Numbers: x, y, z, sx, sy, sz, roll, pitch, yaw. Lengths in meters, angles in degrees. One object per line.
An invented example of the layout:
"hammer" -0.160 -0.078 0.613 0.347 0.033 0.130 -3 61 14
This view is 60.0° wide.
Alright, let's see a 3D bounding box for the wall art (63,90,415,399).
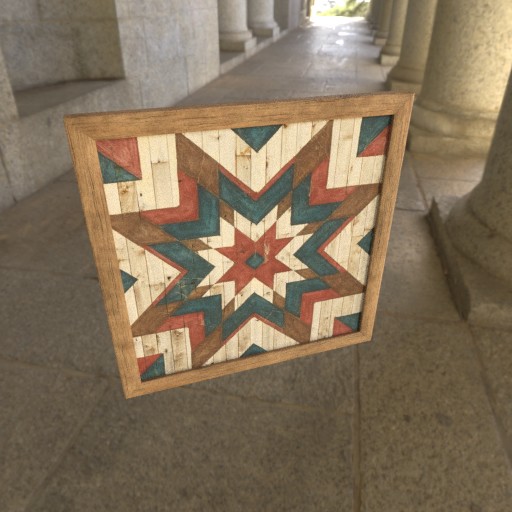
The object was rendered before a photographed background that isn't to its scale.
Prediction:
"wall art" 0.000 0.000 1.031 0.695 0.691 0.029 -10 33 -15
